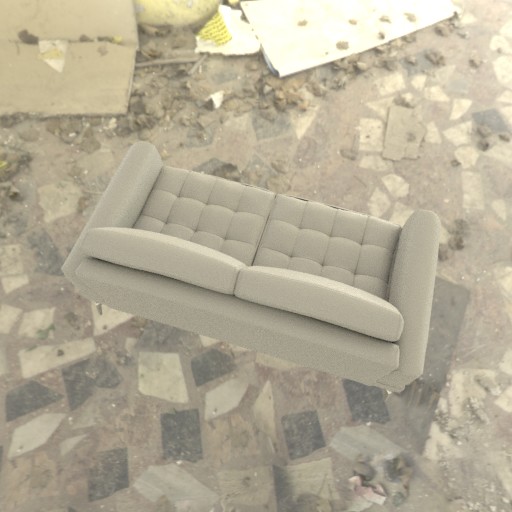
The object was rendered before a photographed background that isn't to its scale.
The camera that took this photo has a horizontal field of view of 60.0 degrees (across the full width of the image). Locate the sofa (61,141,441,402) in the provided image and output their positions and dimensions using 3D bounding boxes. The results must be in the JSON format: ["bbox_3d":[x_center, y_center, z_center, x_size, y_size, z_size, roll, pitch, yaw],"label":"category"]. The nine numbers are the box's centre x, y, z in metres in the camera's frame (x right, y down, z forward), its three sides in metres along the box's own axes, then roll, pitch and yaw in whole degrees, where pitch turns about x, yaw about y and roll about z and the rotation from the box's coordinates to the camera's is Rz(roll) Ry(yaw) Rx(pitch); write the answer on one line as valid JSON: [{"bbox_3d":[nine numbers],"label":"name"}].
[{"bbox_3d":[0.000,0.000,2.840,2.177,0.930,1.121,15,64,8],"label":"sofa"}]
